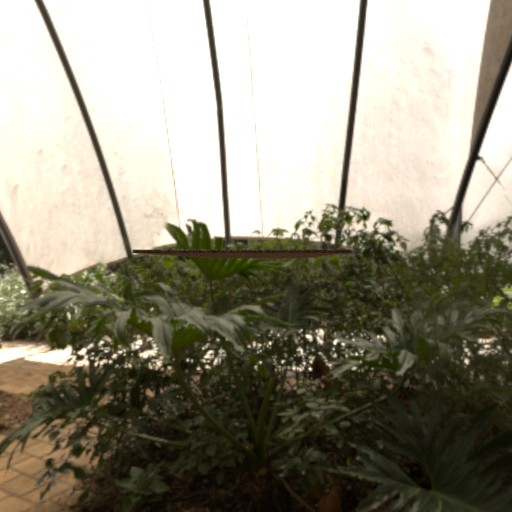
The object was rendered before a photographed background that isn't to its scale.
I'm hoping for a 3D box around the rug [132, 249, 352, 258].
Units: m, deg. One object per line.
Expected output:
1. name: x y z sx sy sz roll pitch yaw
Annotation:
1. rug: 0.000 0.000 2.519 0.691 0.011 2.296 0 -1 2
